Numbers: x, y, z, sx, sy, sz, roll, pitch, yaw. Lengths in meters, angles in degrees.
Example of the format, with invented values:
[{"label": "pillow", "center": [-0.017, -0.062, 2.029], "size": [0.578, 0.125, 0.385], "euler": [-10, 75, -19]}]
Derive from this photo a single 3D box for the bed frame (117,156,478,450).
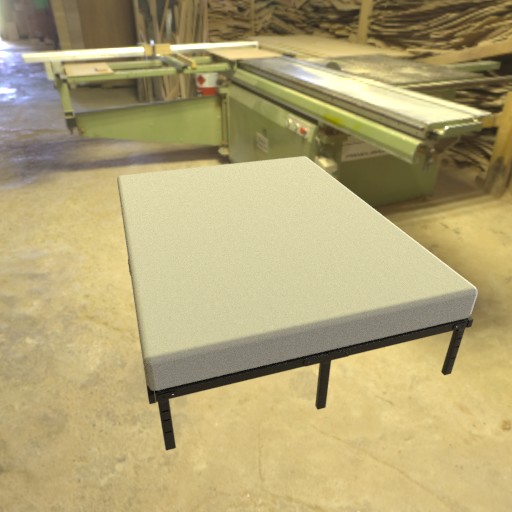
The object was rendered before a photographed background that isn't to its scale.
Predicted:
[{"label": "bed frame", "center": [0.000, 0.000, 3.601], "size": [1.990, 0.680, 2.635], "euler": [-9, 32, -15]}]
